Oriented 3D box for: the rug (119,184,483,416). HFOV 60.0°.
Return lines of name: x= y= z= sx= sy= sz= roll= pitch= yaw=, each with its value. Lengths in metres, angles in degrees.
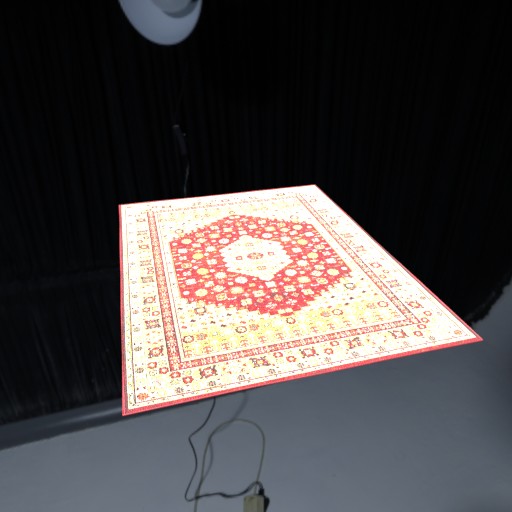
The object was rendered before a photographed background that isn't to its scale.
rug: x=0.000 y=0.000 z=4.027 sx=2.387 sy=0.013 sz=3.053 roll=-8 pitch=31 yaw=-13
